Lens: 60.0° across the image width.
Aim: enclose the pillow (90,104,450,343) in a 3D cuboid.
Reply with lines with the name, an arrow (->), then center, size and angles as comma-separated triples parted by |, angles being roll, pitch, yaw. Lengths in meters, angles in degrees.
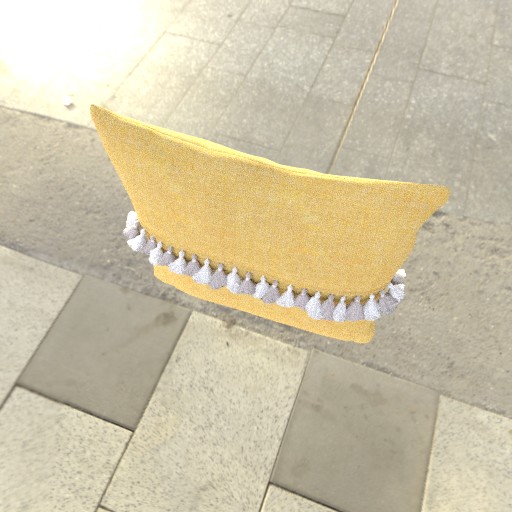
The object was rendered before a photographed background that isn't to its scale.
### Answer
pillow -> 0.000, 0.000, 0.739 | 0.485, 0.481, 0.167 | 16, 60, 9
